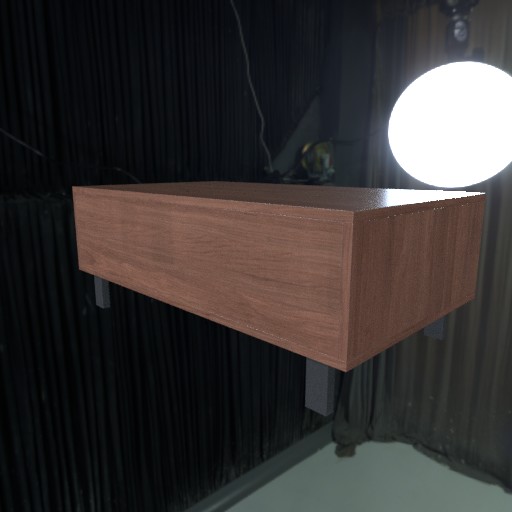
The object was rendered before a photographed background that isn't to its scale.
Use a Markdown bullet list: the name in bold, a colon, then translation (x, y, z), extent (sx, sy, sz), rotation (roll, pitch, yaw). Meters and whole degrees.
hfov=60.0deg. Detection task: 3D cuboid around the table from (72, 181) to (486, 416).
- **table**: translation (0.000, 0.000, 1.275), extent (0.600, 0.380, 1.020), rotation (-12, 17, -44)
